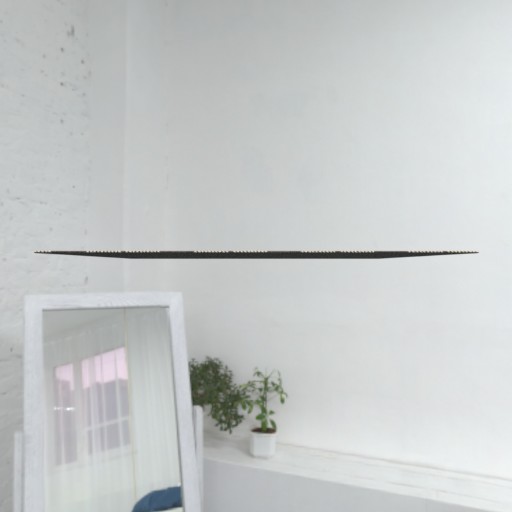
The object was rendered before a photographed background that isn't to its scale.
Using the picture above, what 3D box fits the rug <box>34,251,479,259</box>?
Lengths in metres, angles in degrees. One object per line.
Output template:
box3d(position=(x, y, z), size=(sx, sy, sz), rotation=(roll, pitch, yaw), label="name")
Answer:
box3d(position=(0.000, 0.000, 4.230), size=(3.048, 0.016, 2.438), rotation=(0, -1, 0), label="rug")
